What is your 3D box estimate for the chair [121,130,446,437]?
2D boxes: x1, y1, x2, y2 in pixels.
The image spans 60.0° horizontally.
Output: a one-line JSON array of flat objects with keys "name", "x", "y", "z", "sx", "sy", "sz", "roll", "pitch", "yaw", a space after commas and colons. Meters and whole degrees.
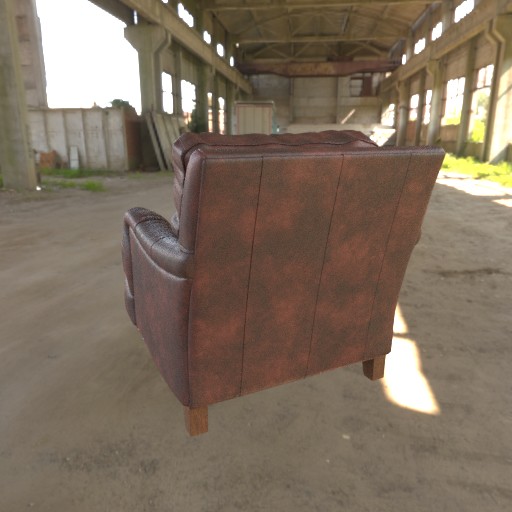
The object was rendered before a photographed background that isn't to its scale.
[{"name": "chair", "x": 0.000, "y": 0.000, "z": 1.921, "sx": 0.987, "sy": 1.051, "sz": 1.156, "roll": -8, "pitch": 17, "yaw": -26}]
